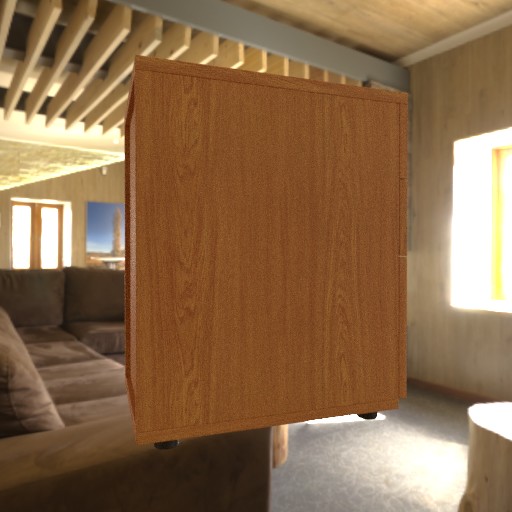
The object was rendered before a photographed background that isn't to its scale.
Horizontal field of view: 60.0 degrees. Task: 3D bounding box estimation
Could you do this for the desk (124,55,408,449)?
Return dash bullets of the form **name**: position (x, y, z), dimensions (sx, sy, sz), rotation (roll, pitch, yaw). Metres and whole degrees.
- **desk**: position (0.000, 0.000, 1.089), dimensions (0.600, 0.730, 0.404), rotation (0, 1, -19)
